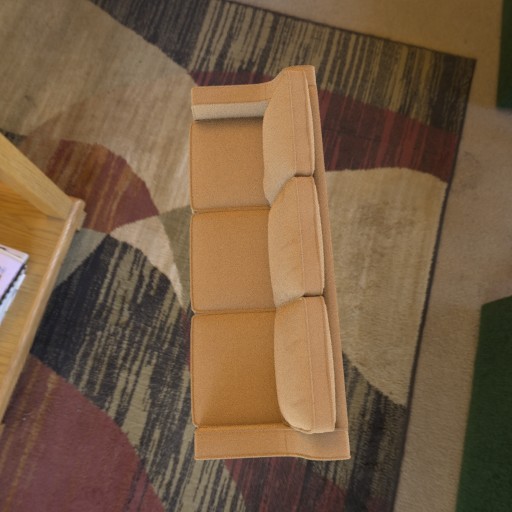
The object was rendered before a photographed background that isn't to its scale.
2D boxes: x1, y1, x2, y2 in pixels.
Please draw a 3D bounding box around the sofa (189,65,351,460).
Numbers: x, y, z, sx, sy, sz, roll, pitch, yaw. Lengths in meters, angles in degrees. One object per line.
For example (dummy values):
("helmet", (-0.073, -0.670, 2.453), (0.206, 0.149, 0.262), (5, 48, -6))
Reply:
("sofa", (0.000, 0.000, 2.588), (0.791, 0.902, 2.131), (-3, 75, -1))
